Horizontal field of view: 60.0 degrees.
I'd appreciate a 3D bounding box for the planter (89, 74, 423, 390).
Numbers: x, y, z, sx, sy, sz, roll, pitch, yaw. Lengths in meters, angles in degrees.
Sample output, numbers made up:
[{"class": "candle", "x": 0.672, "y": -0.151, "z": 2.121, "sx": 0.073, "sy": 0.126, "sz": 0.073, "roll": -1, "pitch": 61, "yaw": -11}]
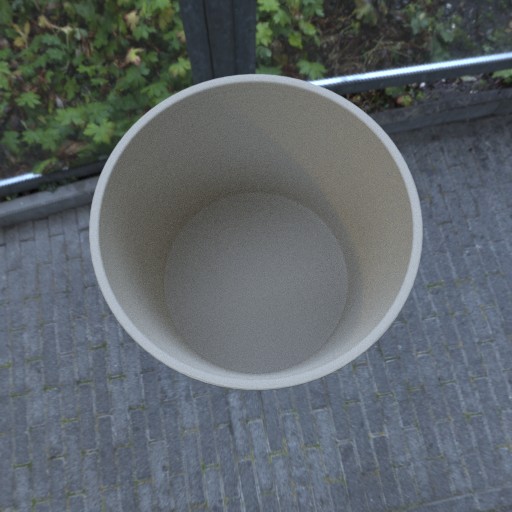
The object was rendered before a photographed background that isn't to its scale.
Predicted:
[{"class": "planter", "x": 0.000, "y": 0.000, "z": 0.391, "sx": 0.221, "sy": 0.201, "sz": 0.221, "roll": 0, "pitch": 75, "yaw": 0}]
